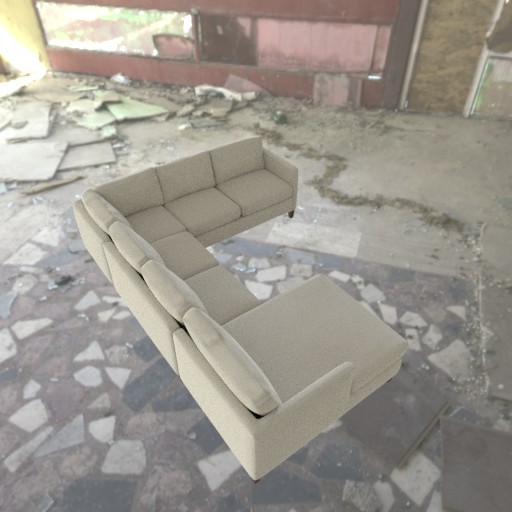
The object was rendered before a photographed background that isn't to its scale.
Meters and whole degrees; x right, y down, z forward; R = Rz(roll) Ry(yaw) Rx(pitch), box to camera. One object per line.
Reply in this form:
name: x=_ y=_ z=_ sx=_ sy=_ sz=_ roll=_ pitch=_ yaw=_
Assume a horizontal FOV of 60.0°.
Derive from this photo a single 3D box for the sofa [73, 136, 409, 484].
sofa: x=0.000 y=0.000 z=4.581 sx=2.593 sy=0.956 sz=3.459 roll=-25 pitch=46 yaw=-27
